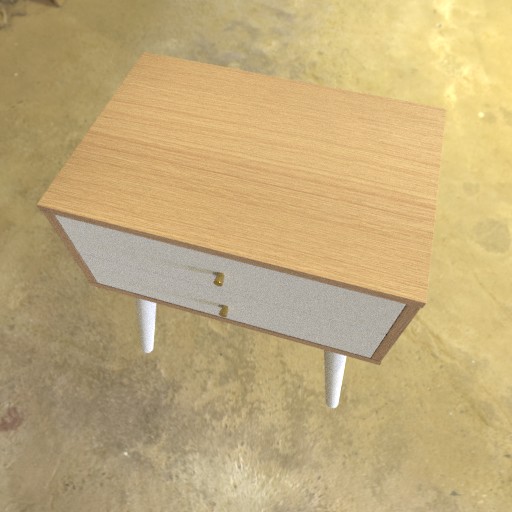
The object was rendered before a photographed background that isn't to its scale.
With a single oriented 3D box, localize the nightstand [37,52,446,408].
[{"bbox_3d":[0.000,0.000,0.971,0.571,0.610,0.407,14,59,9],"label":"nightstand"}]
